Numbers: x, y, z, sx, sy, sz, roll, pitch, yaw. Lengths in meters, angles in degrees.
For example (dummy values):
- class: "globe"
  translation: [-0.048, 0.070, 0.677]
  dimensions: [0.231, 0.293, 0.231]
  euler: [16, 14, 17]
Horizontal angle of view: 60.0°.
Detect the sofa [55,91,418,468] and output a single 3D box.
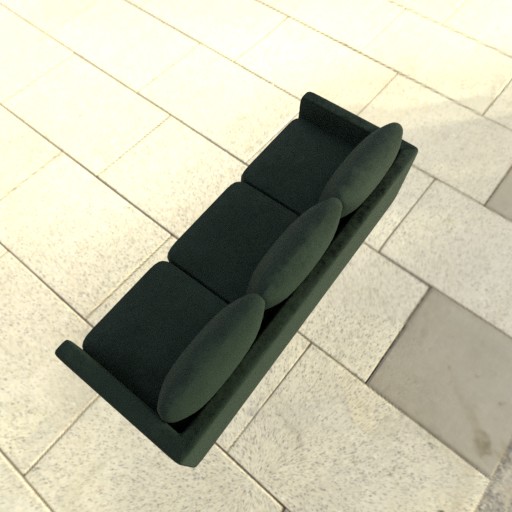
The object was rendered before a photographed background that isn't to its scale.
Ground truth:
- class: "sofa"
  translation: [0.000, 0.000, 2.634]
  dimensions: [0.859, 0.870, 2.218]
  euler: [34, 68, 16]
